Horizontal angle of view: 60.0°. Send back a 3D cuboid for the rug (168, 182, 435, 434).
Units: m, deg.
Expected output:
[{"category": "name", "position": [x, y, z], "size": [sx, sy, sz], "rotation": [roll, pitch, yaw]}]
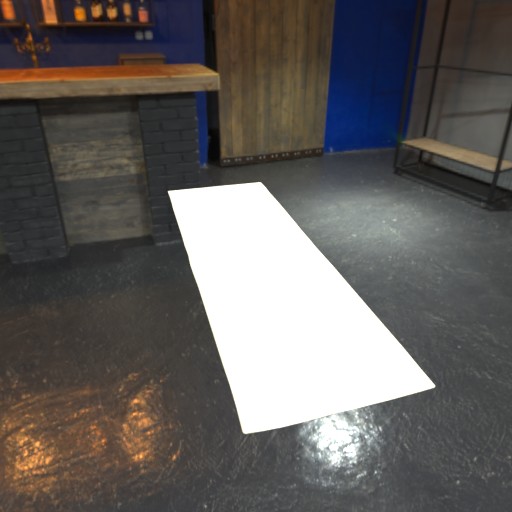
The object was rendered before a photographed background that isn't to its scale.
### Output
[{"category": "rug", "position": [0.000, 0.000, 2.669], "size": [0.793, 0.014, 2.450], "rotation": [-8, 30, -14]}]
